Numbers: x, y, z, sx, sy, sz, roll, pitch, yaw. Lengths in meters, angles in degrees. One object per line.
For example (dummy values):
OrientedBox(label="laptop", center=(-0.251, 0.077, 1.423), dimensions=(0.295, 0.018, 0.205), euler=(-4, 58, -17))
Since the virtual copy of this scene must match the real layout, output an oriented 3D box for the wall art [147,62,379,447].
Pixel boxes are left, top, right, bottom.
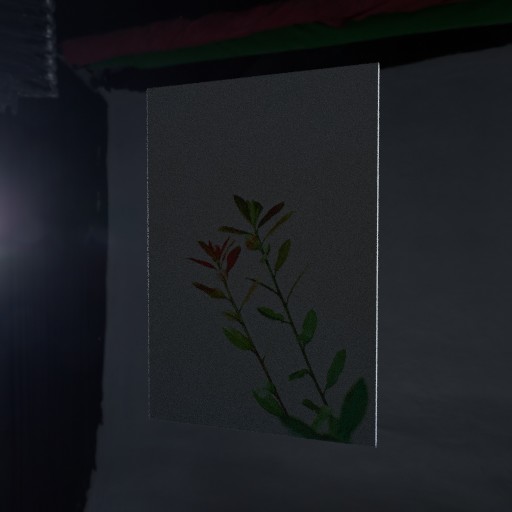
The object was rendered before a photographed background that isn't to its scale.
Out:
OrientedBox(label="wall art", center=(0.000, 0.000, 1.158), dimensions=(0.612, 0.915, 0.039), euler=(0, 2, 17))
